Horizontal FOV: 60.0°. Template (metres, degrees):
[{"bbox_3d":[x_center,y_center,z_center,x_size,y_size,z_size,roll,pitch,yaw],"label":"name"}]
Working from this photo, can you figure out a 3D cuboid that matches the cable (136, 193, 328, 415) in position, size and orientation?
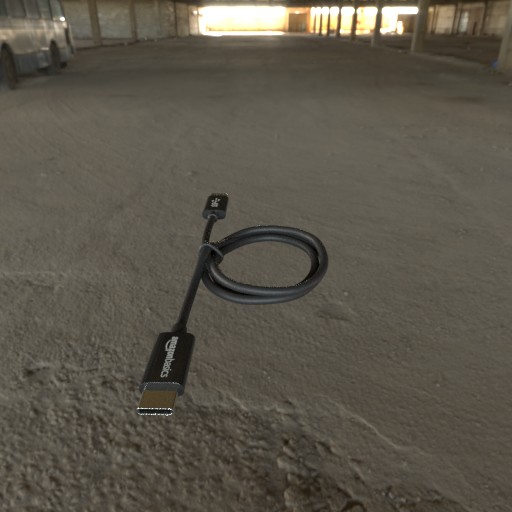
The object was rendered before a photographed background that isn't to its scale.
[{"bbox_3d":[0.000,0.000,0.211,0.070,0.014,0.186,1,28,1],"label":"cable"}]
